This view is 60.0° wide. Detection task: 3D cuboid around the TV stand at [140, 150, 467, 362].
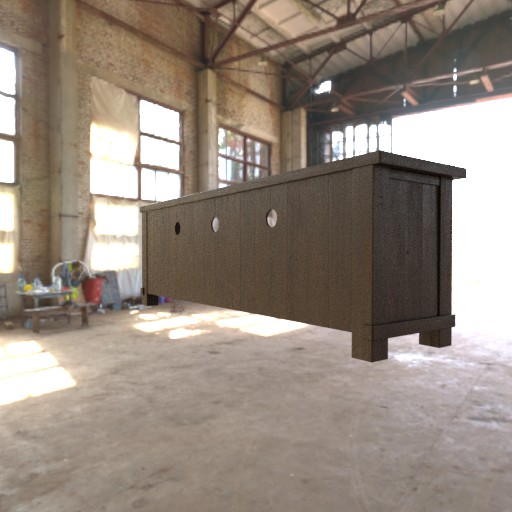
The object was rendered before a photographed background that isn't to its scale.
[{"bbox_3d":[0.000,0.000,2.156,0.471,0.615,1.866,0,0,-36],"label":"TV stand"}]
